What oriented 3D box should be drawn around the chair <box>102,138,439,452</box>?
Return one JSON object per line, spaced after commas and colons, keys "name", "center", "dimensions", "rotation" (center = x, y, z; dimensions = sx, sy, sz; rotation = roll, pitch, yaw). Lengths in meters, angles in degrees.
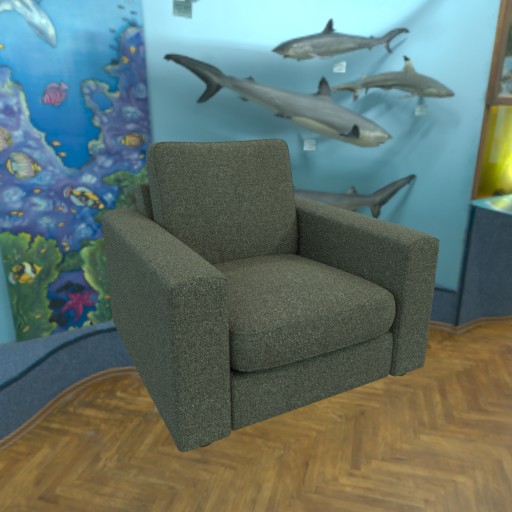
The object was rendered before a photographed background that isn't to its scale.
{"name": "chair", "center": [0.000, 0.000, 1.776], "dimensions": [1.005, 0.873, 1.016], "rotation": [-9, 20, -27]}
